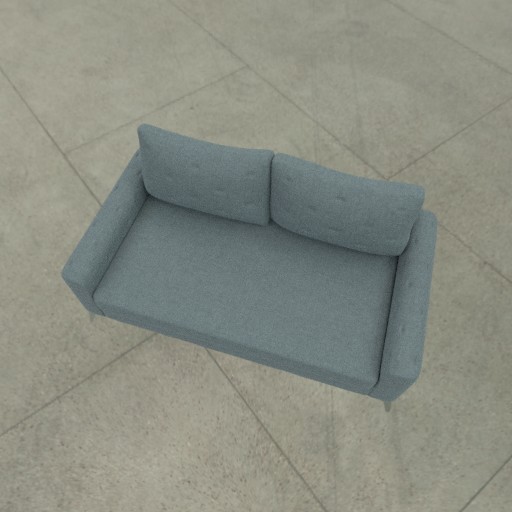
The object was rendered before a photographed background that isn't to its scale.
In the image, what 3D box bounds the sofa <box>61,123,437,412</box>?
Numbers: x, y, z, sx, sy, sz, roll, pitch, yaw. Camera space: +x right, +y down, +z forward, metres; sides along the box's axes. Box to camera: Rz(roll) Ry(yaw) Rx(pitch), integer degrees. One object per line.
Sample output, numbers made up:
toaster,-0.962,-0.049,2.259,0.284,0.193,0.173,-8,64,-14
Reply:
sofa,0.000,0.000,2.178,1.650,0.790,0.920,15,59,9
